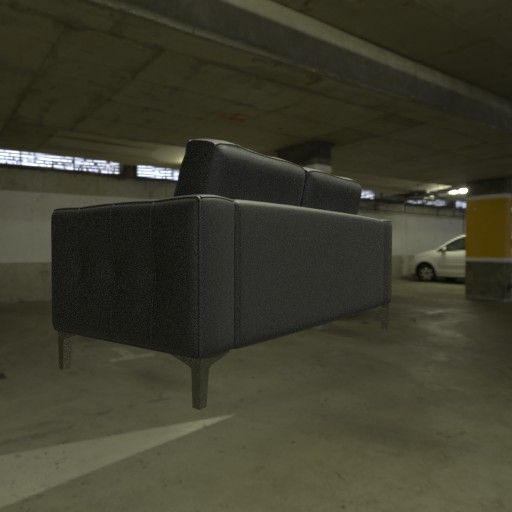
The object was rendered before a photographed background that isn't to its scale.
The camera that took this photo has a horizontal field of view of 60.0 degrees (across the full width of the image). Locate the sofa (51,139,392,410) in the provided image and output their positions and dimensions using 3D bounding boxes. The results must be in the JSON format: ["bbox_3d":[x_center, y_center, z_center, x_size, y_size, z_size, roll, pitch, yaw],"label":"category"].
[{"bbox_3d":[0.000,0.000,2.217,0.833,0.892,1.726,1,1,36],"label":"sofa"}]
